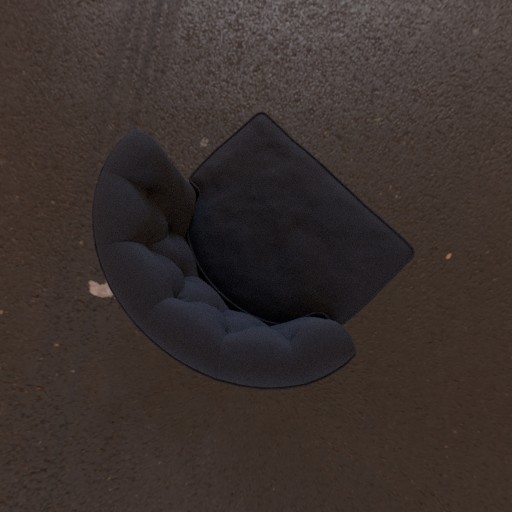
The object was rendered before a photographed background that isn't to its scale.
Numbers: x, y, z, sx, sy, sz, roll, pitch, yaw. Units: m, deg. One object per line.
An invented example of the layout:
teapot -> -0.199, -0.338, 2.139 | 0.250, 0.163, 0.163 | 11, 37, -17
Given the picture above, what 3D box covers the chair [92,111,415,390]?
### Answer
chair -> 0.000, 0.000, 1.356 | 0.718, 0.771, 0.740 | -43, 79, -10
